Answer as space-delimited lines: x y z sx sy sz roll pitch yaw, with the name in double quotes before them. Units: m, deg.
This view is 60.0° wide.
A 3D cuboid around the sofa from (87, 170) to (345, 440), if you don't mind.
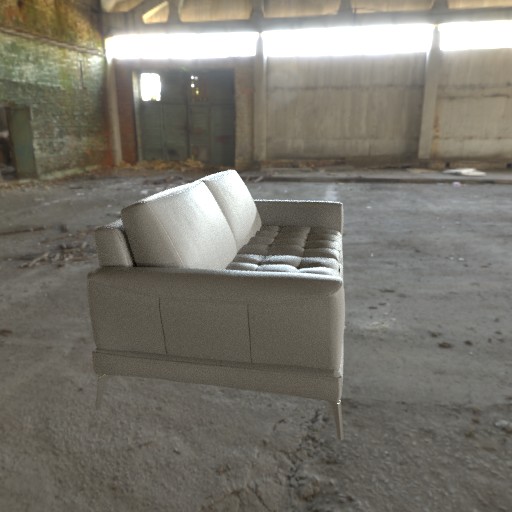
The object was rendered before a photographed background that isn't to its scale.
"sofa" 0.000 0.000 2.775 1.121 0.930 2.177 3 16 10
